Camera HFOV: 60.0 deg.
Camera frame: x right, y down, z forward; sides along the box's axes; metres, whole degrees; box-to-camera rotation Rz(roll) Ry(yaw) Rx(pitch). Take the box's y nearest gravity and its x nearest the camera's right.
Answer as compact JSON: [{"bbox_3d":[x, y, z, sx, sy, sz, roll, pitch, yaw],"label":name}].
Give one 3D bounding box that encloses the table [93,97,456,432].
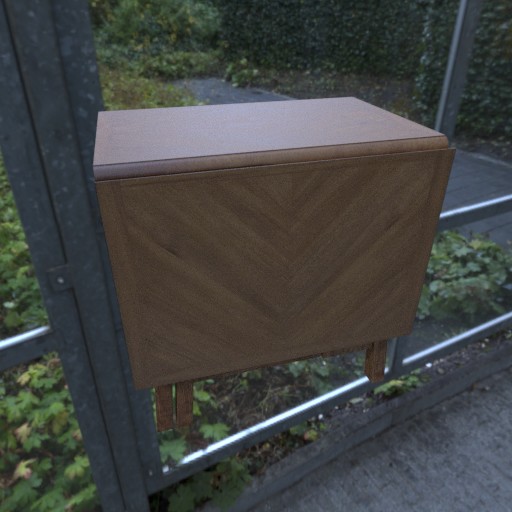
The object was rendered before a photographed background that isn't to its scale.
[{"bbox_3d":[0.000,0.000,1.653,0.967,0.981,0.701,-8,31,-14],"label":"table"}]
